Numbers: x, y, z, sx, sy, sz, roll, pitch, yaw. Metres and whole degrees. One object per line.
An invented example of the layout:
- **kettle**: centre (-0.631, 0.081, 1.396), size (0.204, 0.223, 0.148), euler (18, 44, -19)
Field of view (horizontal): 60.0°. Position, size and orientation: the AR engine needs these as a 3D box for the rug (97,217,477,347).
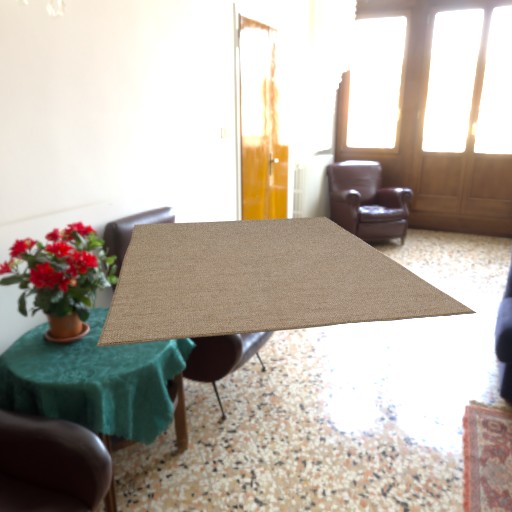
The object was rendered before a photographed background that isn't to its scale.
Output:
- **rug**: centre (0.000, 0.000, 4.135), size (2.406, 0.012, 3.034), euler (-3, 18, -10)
